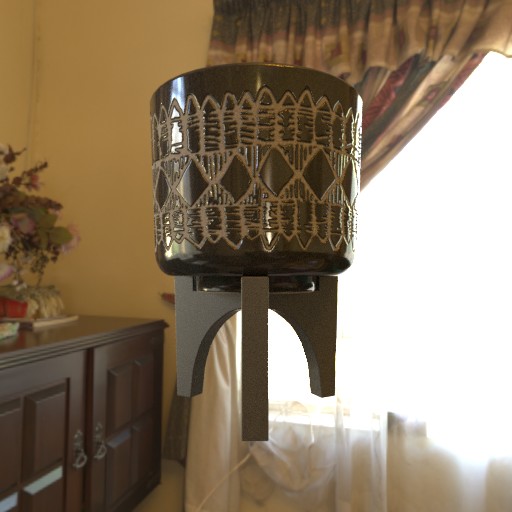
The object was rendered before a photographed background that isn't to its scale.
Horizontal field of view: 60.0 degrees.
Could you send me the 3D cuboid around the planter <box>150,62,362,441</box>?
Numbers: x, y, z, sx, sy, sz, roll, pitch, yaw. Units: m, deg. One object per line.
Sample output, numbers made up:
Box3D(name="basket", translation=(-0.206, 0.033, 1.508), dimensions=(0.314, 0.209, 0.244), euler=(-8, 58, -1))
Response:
Box3D(name="planter", translation=(0.000, 0.000, 0.530), dimensions=(0.251, 0.355, 0.251), euler=(0, -2, 0))
